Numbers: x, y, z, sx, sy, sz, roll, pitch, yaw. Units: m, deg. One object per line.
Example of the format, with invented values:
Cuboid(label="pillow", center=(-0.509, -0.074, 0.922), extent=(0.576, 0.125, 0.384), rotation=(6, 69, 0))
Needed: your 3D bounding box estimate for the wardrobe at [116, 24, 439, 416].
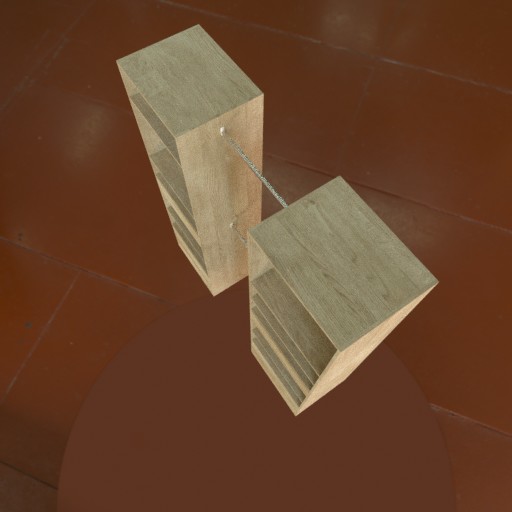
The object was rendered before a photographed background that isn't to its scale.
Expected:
Cuboid(label="wardrobe", center=(0.000, 0.000, 2.846), extent=(0.480, 2.000, 1.770), rotation=(-32, 68, -14))
